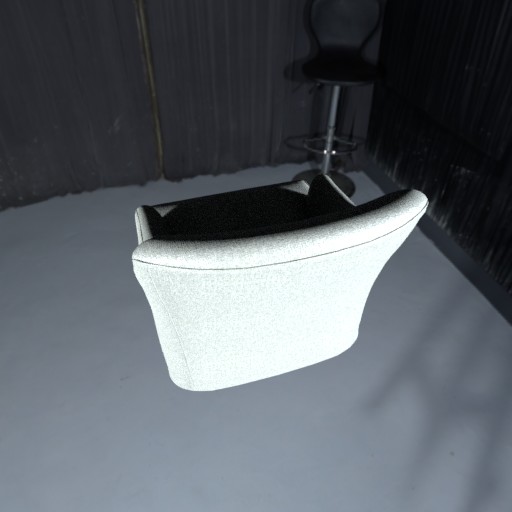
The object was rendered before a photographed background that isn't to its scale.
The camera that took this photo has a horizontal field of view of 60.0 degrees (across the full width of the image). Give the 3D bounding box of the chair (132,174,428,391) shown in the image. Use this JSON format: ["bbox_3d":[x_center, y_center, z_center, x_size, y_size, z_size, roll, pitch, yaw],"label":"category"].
[{"bbox_3d":[0.000,0.000,1.674,0.864,0.856,0.923,-12,43,-13],"label":"chair"}]
